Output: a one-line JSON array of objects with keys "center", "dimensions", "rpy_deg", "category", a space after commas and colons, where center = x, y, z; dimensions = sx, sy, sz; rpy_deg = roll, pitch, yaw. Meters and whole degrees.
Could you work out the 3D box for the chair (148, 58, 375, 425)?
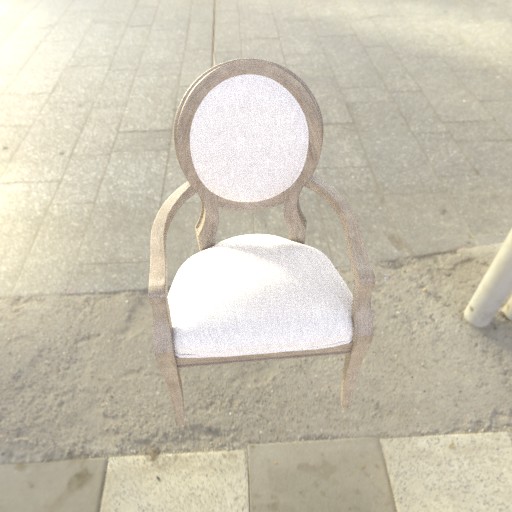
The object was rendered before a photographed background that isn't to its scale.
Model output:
[{"center": [0.000, 0.000, 1.381], "dimensions": [0.611, 0.991, 0.602], "rpy_deg": [-4, 47, -4], "category": "chair"}]
